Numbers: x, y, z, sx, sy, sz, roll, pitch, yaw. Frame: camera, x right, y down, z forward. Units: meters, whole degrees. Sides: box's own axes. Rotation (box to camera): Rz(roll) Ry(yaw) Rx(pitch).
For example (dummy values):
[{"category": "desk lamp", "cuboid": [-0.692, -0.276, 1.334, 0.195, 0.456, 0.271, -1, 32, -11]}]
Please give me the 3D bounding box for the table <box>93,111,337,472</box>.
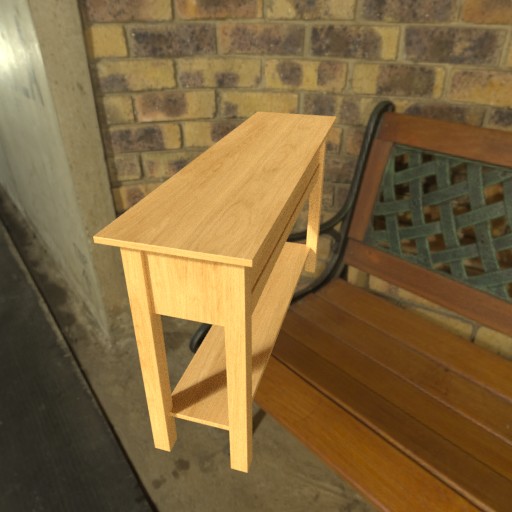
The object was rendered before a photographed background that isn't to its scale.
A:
[{"category": "table", "cuboid": [0.000, 0.000, 1.584, 0.350, 0.730, 1.240, 8, 31, 14]}]
